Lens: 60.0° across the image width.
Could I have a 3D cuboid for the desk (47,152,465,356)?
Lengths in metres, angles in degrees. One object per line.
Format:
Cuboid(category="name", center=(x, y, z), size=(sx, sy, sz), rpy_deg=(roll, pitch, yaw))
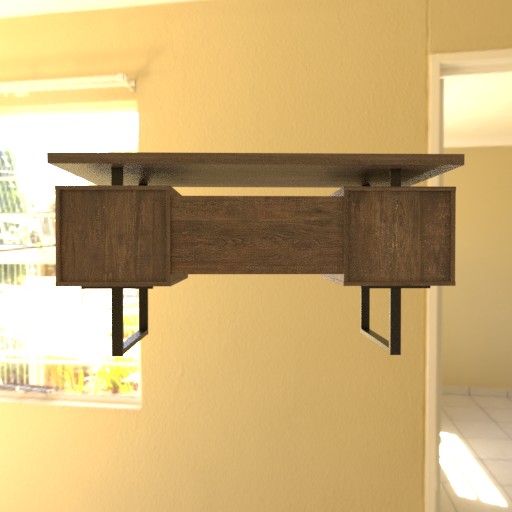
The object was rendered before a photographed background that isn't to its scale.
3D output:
Cuboid(category="desk", center=(0.000, 0.000, 1.921), size=(1.524, 0.760, 0.600), rpy_deg=(0, 1, -1))
